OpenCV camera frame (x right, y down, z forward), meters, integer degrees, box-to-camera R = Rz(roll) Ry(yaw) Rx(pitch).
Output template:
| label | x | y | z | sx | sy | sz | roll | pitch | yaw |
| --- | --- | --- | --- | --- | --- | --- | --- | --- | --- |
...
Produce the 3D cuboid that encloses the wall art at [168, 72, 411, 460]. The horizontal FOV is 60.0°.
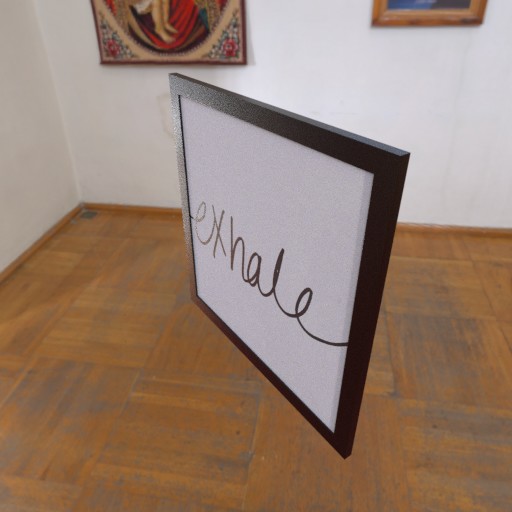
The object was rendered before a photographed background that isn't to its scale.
| label | x | y | z | sx | sy | sz | roll | pitch | yaw |
| --- | --- | --- | --- | --- | --- | --- | --- | --- | --- |
| wall art | 0.000 | 0.000 | 0.658 | 0.014 | 0.445 | 0.446 | -21 | 38 | -30 |
